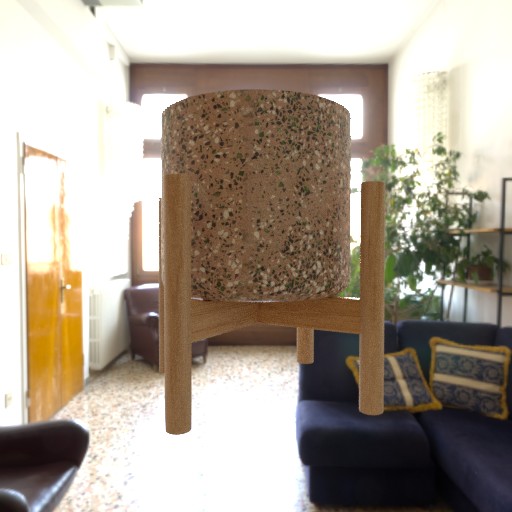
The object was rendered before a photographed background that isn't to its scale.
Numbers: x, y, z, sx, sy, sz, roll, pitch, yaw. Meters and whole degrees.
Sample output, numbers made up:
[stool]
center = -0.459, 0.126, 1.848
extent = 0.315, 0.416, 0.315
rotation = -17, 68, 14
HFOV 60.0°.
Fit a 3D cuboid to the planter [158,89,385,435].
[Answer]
[planter]
center = 0.000, 0.000, 0.532
extent = 0.284, 0.320, 0.284
rotation = -1, 2, -36
